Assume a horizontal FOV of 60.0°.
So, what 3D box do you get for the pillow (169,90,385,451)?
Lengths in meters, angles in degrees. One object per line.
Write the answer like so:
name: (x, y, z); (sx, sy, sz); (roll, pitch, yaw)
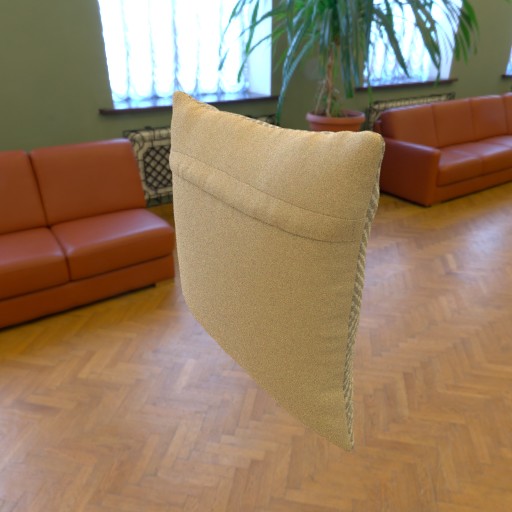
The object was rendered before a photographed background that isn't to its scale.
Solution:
pillow: (0.000, 0.000, 0.702); (0.181, 0.458, 0.459); (-18, 32, -31)
